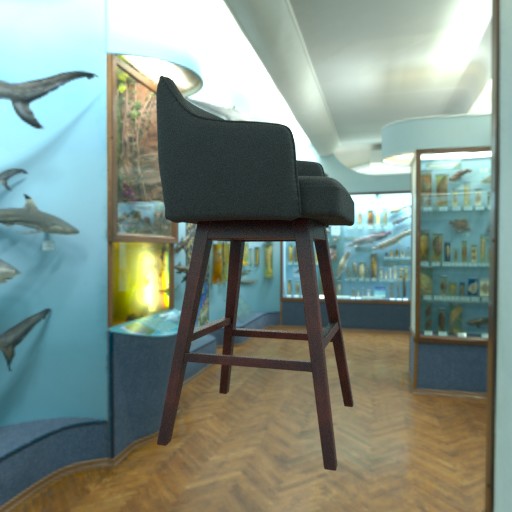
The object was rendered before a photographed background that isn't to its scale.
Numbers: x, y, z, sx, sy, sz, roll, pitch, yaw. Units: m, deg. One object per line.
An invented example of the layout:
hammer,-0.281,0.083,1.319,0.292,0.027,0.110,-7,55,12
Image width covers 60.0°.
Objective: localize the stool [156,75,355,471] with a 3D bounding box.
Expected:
stool,0.000,0.000,1.351,0.558,1.012,0.548,0,1,17
